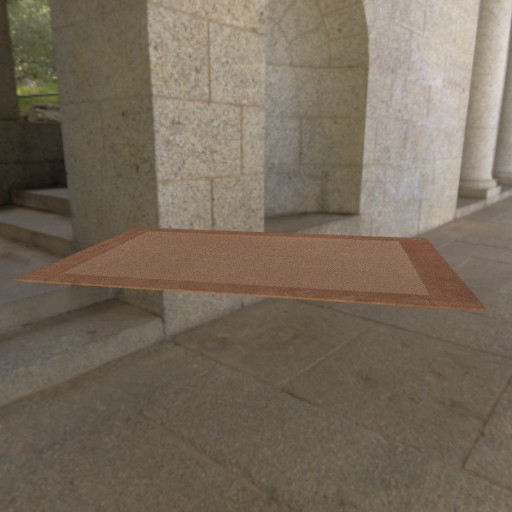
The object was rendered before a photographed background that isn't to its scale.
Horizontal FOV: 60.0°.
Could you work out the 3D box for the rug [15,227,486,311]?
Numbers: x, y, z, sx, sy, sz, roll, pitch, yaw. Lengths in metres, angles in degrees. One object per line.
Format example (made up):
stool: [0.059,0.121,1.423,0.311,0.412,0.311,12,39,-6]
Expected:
rug: [0.000,0.000,2.967,2.438,0.014,1.524,3,15,10]
